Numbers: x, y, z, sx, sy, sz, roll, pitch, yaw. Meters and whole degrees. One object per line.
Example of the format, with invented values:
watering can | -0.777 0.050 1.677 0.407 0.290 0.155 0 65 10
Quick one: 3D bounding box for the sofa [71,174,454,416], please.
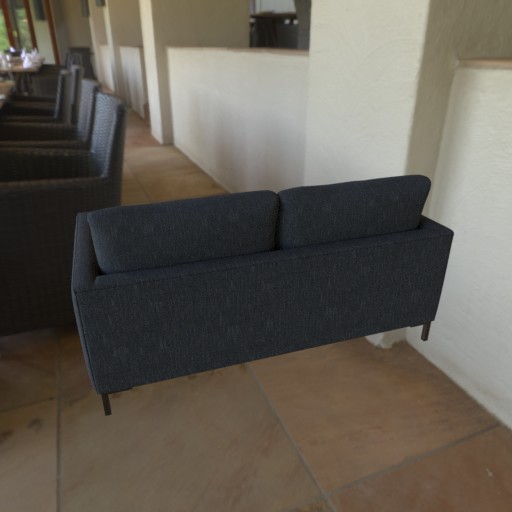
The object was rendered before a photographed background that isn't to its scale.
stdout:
sofa | 0.000 0.000 2.277 1.716 0.862 0.866 -8 27 -17
